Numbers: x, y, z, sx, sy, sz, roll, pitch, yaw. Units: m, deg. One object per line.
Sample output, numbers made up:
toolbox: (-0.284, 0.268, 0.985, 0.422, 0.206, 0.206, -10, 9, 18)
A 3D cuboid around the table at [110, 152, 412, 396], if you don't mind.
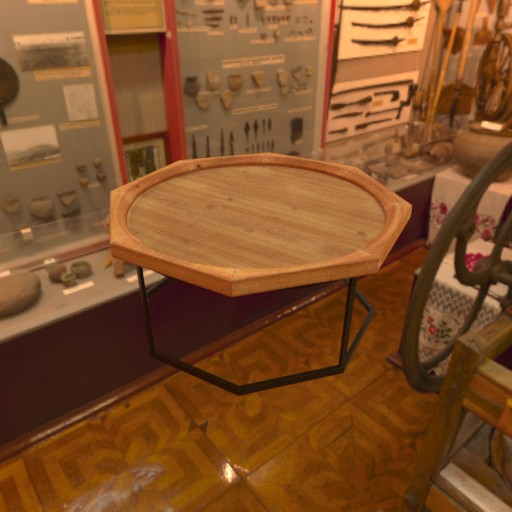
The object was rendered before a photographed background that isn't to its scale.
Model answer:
table: (0.000, 0.000, 1.571, 1.002, 0.444, 1.002, 0, 30, 0)
